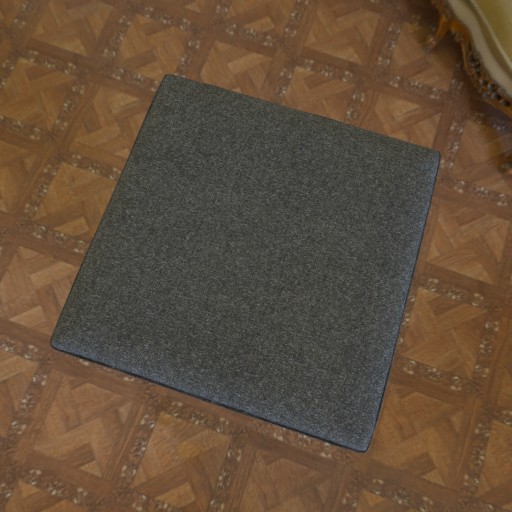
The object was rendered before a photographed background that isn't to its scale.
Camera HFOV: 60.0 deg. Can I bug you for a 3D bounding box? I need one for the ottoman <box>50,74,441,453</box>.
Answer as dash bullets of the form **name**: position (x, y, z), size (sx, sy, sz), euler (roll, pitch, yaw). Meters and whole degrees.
- **ottoman**: position (0.000, 0.000, 1.573), size (1.017, 0.423, 1.021), euler (18, 76, 5)
